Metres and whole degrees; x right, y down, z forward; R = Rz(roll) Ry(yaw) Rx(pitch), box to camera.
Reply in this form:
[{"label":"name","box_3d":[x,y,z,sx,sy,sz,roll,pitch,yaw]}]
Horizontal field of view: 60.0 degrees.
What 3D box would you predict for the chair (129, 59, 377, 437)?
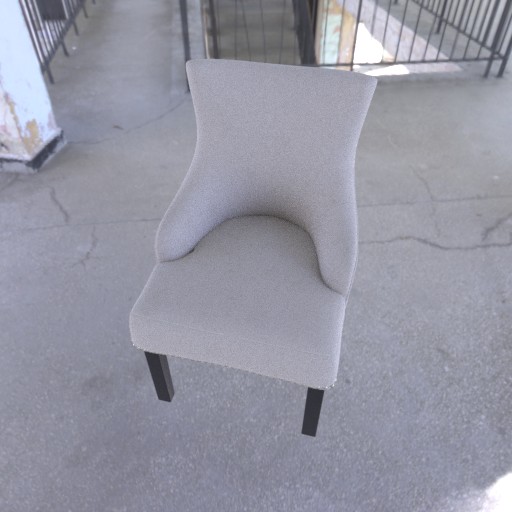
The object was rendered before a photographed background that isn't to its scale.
[{"label":"chair","box_3d":[0.000,0.000,1.287,0.566,0.909,0.629,10,43,10]}]
